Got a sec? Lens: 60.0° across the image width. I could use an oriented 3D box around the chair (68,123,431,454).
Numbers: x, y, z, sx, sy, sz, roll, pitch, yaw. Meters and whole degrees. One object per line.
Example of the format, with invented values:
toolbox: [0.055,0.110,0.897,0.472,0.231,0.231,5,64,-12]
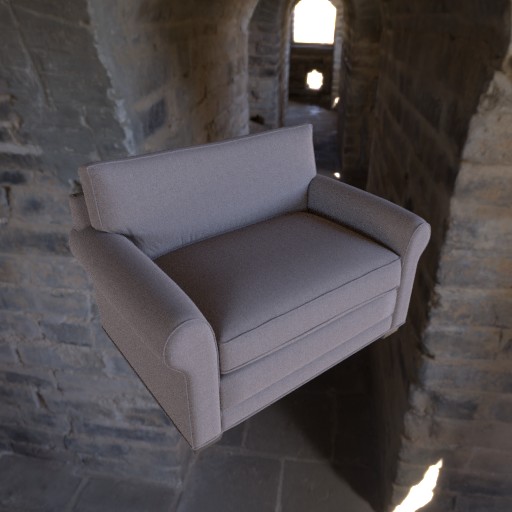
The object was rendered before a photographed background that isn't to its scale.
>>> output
chair: [0.000,0.000,2.014,1.390,0.930,0.930,-20,35,-32]
